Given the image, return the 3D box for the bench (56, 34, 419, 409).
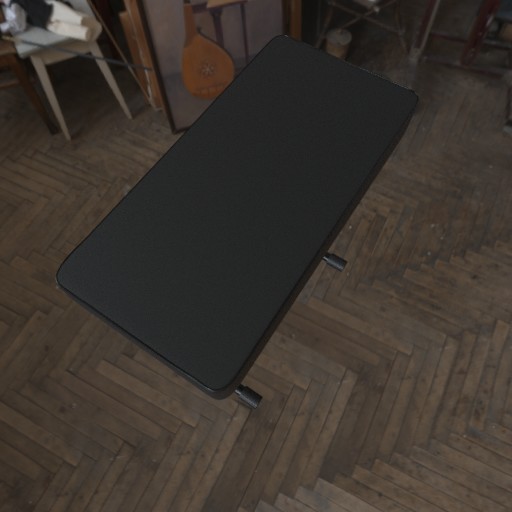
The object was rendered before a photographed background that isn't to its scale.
[{"bbox_3d":[0.000,0.000,0.933,0.300,0.561,0.600,31,68,14],"label":"bench"}]
